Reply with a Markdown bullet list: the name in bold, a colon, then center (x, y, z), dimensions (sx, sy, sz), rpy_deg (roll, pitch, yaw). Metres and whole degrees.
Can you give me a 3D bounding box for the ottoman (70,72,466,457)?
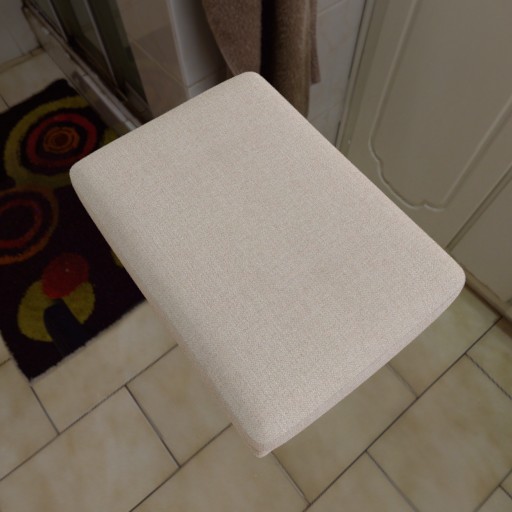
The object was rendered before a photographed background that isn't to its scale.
- **ottoman**: center (0.000, 0.000, 1.261), dimensions (0.637, 0.478, 0.885), rpy_deg (-34, 68, -15)
